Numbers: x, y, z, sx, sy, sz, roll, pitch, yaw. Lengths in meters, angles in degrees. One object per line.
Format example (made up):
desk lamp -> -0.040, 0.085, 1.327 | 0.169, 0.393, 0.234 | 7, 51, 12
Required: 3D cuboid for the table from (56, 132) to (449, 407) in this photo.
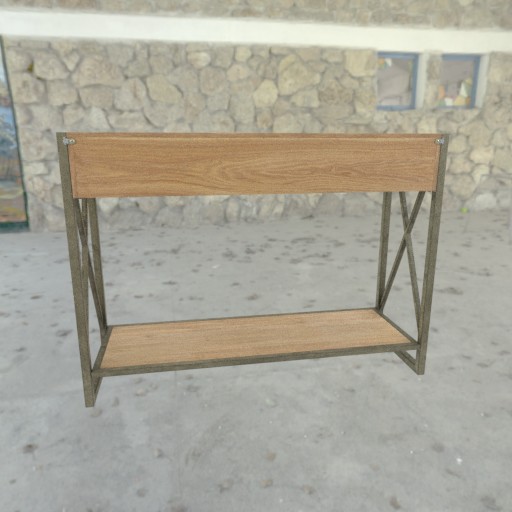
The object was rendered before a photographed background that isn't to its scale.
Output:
table -> 0.000, 0.000, 1.438 | 1.059, 0.763, 0.361 | -3, 15, -10
